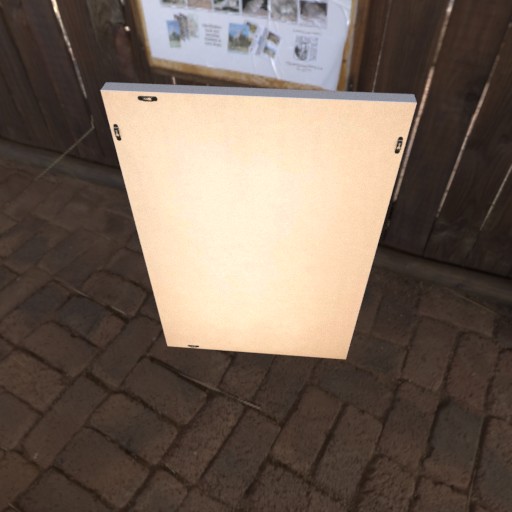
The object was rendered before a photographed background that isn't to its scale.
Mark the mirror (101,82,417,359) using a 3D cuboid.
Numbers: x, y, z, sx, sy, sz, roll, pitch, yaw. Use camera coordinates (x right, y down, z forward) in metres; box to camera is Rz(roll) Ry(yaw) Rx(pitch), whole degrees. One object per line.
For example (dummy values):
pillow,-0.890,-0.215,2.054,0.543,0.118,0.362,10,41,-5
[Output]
mirror,0.000,0.000,1.190,0.609,0.914,0.041,4,46,3
